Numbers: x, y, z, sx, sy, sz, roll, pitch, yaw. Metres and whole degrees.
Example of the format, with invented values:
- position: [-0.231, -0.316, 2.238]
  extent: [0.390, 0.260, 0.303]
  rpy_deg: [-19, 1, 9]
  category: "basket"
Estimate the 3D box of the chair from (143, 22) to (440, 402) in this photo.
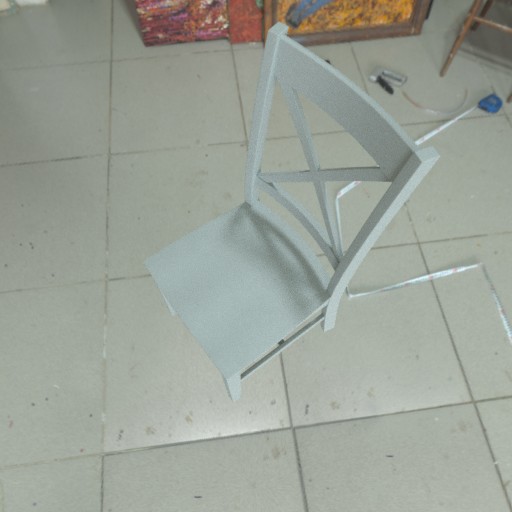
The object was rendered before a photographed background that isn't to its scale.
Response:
- position: [0.000, 0.000, 1.280]
  extent: [0.542, 0.983, 0.485]
  rpy_deg: [-34, 68, -16]
  category: "chair"
